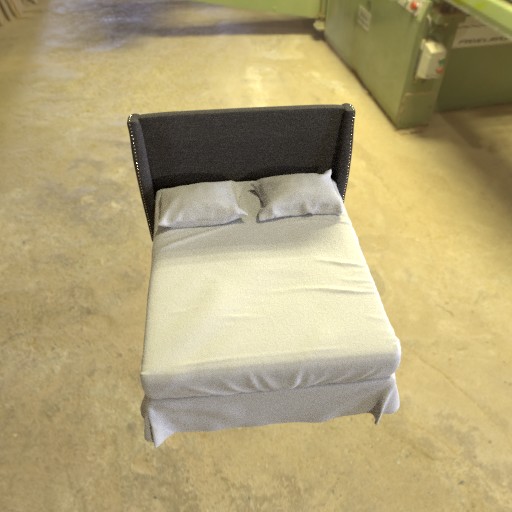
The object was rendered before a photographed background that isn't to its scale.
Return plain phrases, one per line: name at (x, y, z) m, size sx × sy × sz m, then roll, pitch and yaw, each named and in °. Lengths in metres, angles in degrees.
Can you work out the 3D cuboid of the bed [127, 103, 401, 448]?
bed at (0.000, 0.000, 3.425) m, size 1.925 × 1.332 × 2.276 m, roll -4°, pitch 45°, yaw -4°
